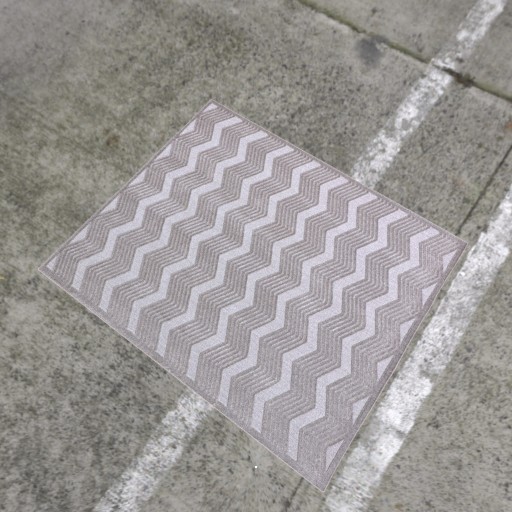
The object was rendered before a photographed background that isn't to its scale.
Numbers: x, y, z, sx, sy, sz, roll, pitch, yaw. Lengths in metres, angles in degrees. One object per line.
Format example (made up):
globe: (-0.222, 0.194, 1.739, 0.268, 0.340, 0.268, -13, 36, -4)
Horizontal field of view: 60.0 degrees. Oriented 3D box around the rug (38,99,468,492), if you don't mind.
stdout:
rug: (0.000, 0.000, 3.839, 2.880, 0.005, 2.391, 33, 69, 15)
